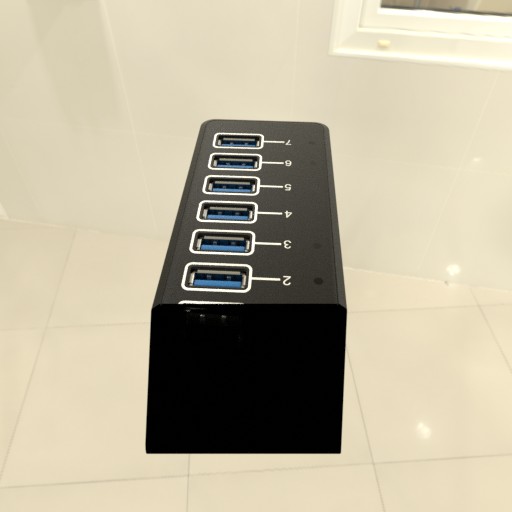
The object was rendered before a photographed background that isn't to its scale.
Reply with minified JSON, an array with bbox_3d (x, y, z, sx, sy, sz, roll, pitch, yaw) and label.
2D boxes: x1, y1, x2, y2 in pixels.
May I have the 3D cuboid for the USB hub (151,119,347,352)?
[{"bbox_3d":[0.000,0.000,0.126,0.044,0.023,0.110,2,47,2],"label":"USB hub"}]
